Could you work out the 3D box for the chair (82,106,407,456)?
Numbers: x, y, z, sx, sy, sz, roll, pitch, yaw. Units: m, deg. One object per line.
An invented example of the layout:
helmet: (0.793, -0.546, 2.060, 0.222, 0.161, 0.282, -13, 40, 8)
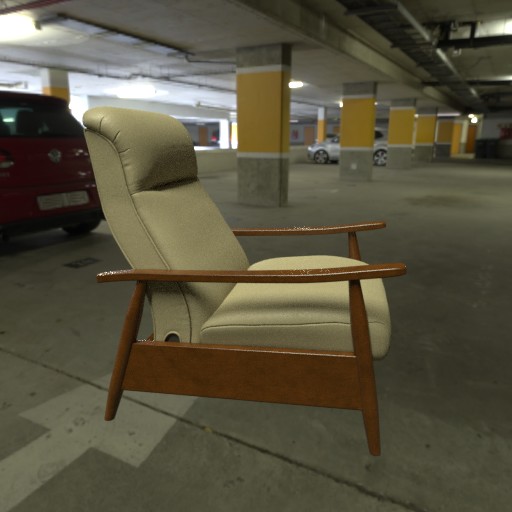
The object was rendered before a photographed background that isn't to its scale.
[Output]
chair: (0.000, 0.000, 1.712, 1.014, 1.082, 0.762, 3, 15, 11)
